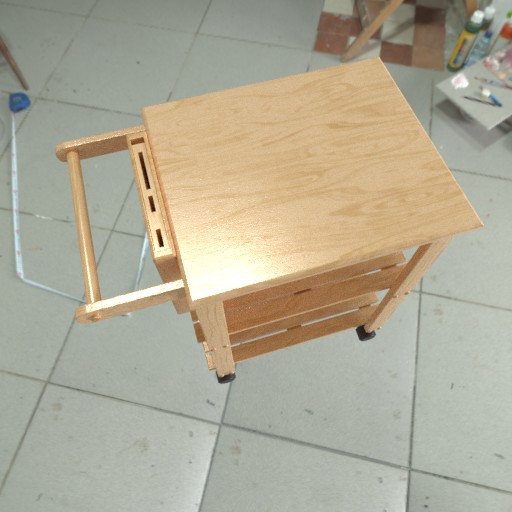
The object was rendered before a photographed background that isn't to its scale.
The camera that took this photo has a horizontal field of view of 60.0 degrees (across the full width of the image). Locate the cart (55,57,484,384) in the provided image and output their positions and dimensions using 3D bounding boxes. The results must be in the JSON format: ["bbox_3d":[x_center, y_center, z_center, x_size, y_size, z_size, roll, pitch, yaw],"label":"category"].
[{"bbox_3d":[0.000,0.000,1.311,0.843,0.816,0.520,-15,64,-8],"label":"cart"}]
